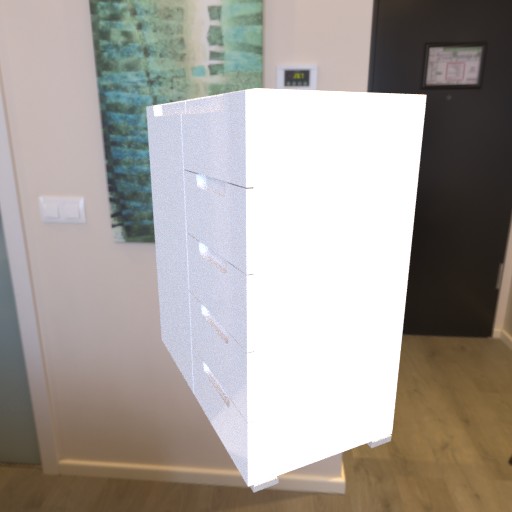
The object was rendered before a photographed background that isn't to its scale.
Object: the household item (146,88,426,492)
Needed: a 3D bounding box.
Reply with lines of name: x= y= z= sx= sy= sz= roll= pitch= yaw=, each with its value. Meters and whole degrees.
household item: x=0.000 y=0.000 z=1.321 sx=0.420 sy=0.870 sz=0.800 roll=-8 pitch=18 yaw=-24
